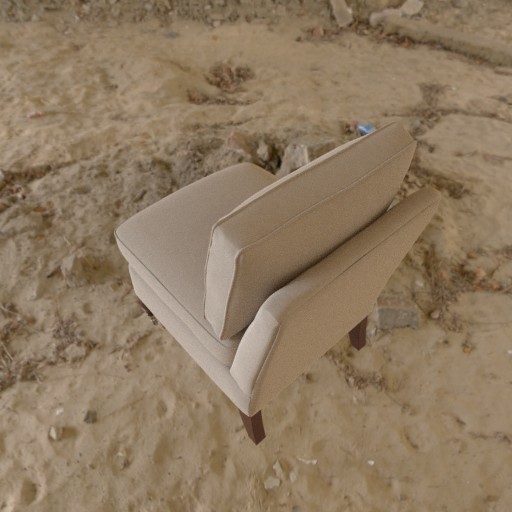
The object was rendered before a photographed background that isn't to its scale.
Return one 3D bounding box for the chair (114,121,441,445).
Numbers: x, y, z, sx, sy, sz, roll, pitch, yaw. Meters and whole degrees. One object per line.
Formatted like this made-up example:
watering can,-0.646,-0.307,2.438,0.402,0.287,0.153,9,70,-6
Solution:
chair,0.000,0.000,1.651,0.724,1.052,0.912,-33,55,-28
